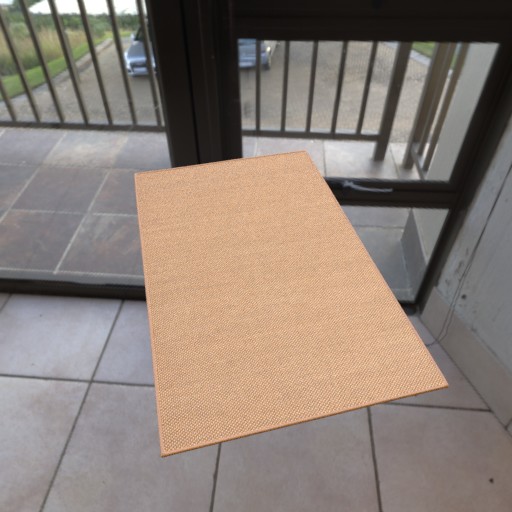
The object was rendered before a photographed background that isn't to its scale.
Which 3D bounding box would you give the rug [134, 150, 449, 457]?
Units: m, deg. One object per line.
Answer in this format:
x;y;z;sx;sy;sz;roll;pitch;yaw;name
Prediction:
0.000;0.000;2.126;1.067;0.013;1.676;-10;46;-10;rug
